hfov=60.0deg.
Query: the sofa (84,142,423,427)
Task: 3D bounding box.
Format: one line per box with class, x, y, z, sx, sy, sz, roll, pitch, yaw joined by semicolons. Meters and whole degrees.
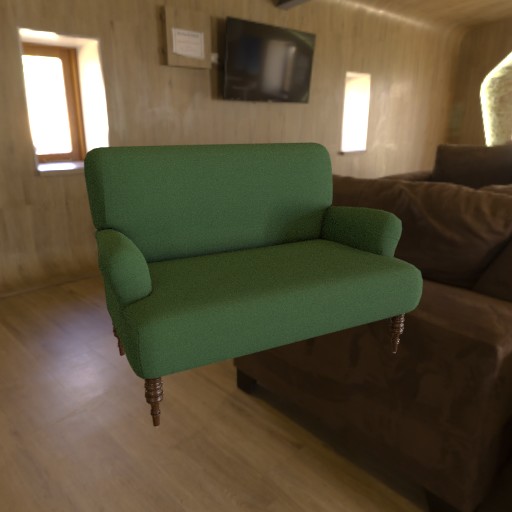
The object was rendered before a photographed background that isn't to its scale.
sofa;0.000;0.000;1.869;1.297;0.889;0.779;-9;18;-27
